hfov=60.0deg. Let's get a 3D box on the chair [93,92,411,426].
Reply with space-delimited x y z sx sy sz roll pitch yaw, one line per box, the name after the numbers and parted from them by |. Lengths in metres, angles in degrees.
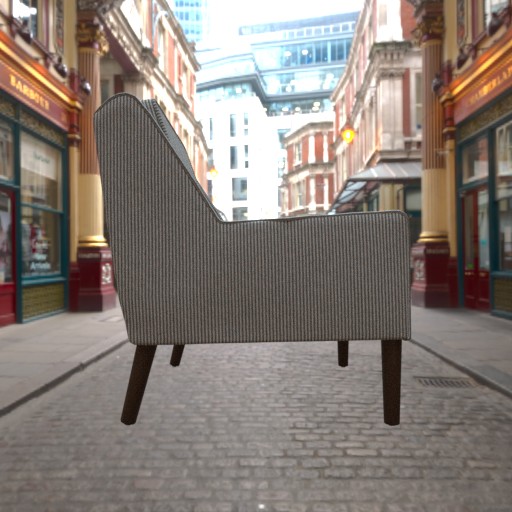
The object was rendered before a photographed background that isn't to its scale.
0.000 0.000 1.316 0.743 0.792 0.663 0 -1 0 | chair
